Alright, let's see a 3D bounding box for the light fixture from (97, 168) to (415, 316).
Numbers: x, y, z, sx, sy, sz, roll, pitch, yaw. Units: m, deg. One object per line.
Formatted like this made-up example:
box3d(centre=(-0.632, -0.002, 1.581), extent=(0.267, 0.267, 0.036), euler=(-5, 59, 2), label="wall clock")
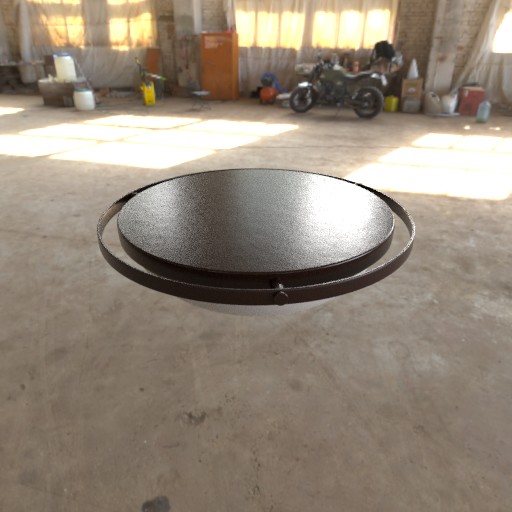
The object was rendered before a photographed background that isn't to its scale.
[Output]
box3d(centre=(0.000, 0.000, 0.554), extent=(0.361, 0.130, 0.361), euler=(0, 27, 0), label="light fixture")
